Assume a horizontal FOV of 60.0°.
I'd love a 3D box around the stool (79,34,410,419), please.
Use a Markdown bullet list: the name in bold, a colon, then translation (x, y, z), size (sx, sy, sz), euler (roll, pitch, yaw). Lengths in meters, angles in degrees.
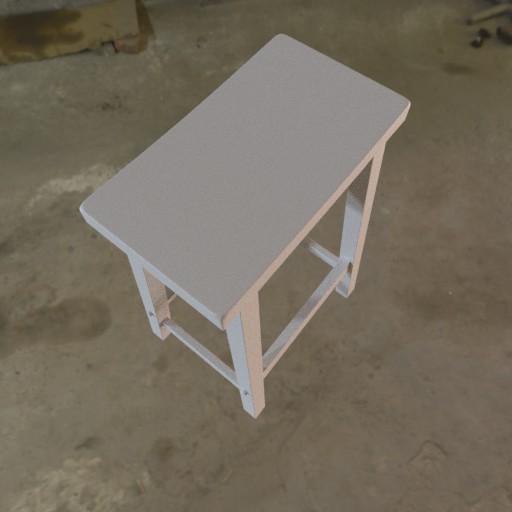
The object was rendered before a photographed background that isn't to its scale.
- **stool**: translation (0.000, 0.000, 0.844), size (0.322, 0.610, 0.406), euler (36, 69, 16)
